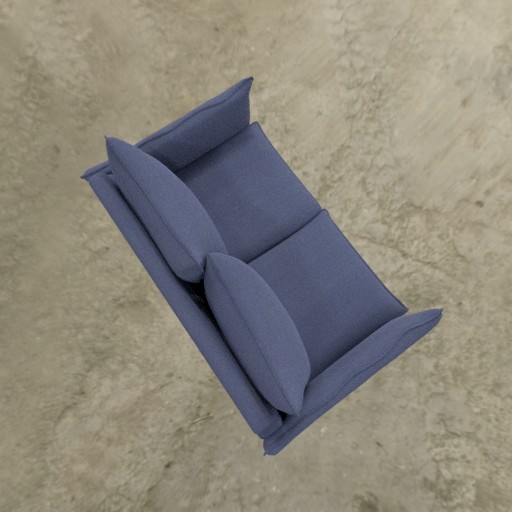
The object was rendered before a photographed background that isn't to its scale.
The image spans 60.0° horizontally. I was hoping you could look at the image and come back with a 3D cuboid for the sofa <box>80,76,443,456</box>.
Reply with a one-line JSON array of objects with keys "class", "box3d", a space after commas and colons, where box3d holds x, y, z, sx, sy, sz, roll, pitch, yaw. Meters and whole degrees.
[{"class": "sofa", "box3d": [0.000, 0.000, 1.867, 0.820, 0.840, 1.300, -34, 78, -8]}]
